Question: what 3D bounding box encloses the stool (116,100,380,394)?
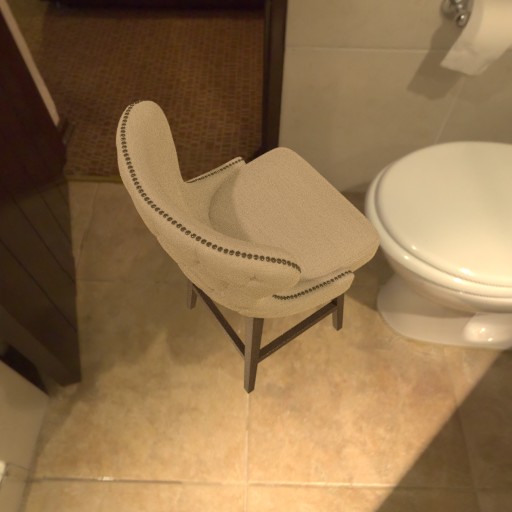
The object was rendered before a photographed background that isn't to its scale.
[{"bbox_3d":[0.000,0.000,1.388,0.597,0.972,0.615,-31,62,-18],"label":"stool"}]
